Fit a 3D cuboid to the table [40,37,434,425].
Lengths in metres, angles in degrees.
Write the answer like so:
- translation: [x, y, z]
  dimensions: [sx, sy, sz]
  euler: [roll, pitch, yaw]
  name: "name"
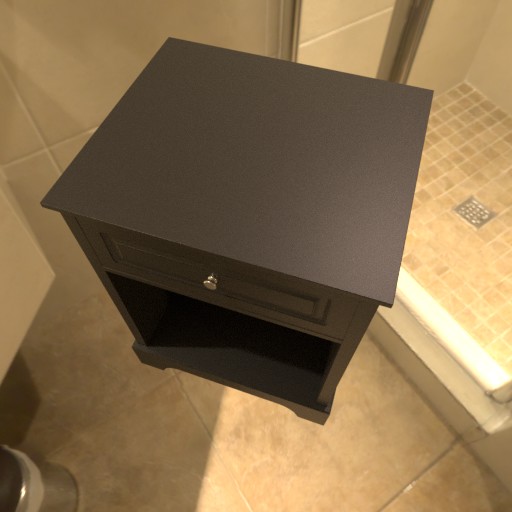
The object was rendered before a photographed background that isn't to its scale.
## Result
- translation: [0.000, 0.000, 0.893]
  dimensions: [0.460, 0.610, 0.399]
  euler: [16, 59, 10]
  name: "table"
